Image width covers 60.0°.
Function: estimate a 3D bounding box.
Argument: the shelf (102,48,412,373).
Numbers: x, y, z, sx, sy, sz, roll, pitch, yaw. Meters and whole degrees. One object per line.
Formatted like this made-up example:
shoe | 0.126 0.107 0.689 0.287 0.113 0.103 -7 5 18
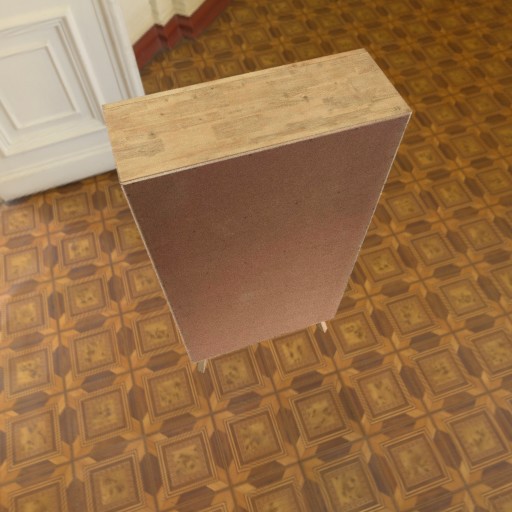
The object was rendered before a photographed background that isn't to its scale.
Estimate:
shelf | 0.000 0.000 1.766 0.748 1.471 0.308 -16 60 -10
